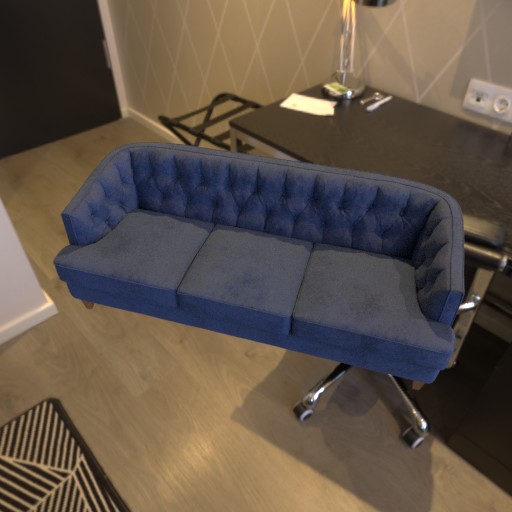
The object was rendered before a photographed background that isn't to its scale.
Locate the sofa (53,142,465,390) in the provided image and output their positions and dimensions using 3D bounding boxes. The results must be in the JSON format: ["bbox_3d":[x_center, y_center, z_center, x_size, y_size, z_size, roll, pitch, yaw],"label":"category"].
[{"bbox_3d":[0.000,0.000,2.712,2.278,0.855,0.941,11,43,12],"label":"sofa"}]
